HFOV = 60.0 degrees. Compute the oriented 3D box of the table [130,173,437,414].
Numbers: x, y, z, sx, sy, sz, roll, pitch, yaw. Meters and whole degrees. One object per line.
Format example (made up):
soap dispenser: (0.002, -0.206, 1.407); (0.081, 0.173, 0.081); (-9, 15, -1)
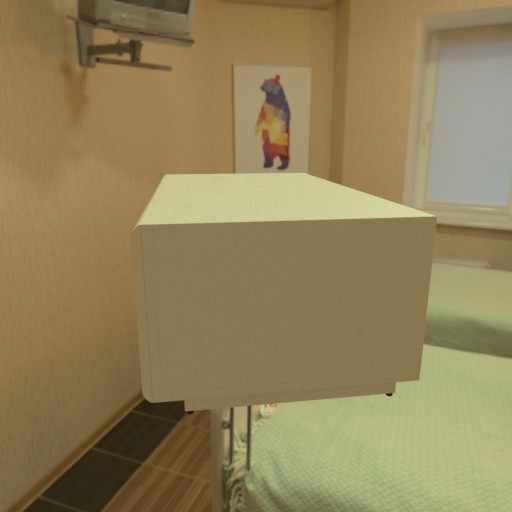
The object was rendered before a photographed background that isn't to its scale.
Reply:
table: (0.000, 0.000, 1.449); (0.639, 0.442, 1.097); (-2, 15, -8)
